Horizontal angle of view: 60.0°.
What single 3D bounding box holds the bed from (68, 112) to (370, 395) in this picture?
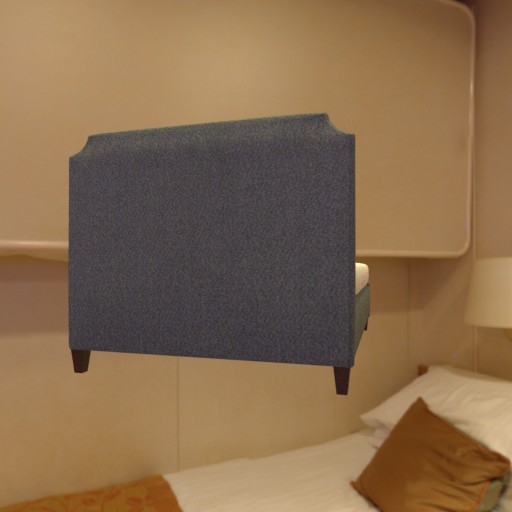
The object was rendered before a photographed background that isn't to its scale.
[{"bbox_3d":[0.000,0.000,3.548,1.712,1.443,2.372,0,-1,16],"label":"bed"}]
